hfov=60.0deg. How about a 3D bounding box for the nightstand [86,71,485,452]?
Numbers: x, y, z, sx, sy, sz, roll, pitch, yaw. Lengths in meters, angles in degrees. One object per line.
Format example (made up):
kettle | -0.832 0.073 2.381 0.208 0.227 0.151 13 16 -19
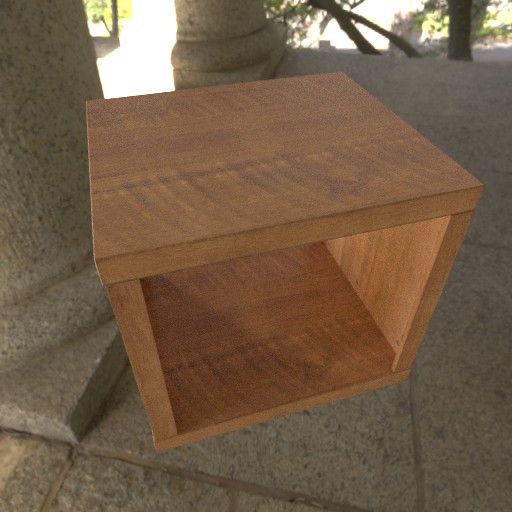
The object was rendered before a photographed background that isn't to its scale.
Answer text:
nightstand | 0.000 0.000 0.840 0.493 0.491 0.436 -12 43 -13
